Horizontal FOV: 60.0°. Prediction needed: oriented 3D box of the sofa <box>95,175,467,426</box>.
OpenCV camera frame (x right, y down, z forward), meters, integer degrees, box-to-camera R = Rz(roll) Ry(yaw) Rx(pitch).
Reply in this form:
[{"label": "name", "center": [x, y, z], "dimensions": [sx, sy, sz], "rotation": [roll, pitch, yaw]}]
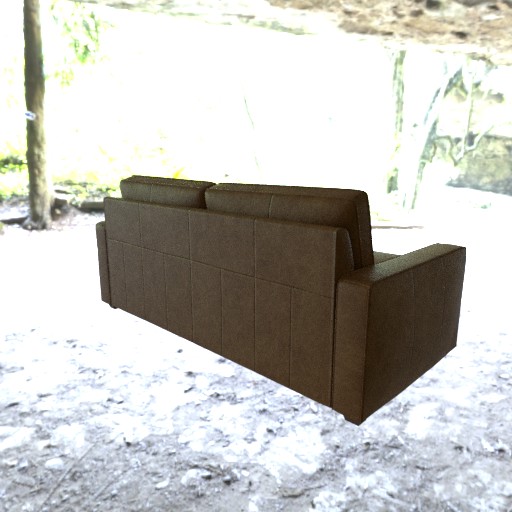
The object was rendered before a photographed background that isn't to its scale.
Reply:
[{"label": "sofa", "center": [0.000, 0.000, 2.670], "dimensions": [2.156, 0.928, 0.991], "rotation": [12, 18, 43]}]
